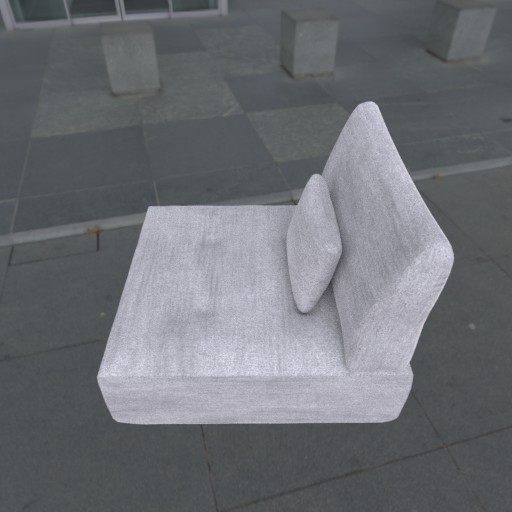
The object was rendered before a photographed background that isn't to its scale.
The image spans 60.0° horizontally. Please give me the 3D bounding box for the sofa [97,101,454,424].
[{"bbox_3d":[0.000,0.000,1.659,1.000,0.820,0.930,0,41,0],"label":"sofa"}]
